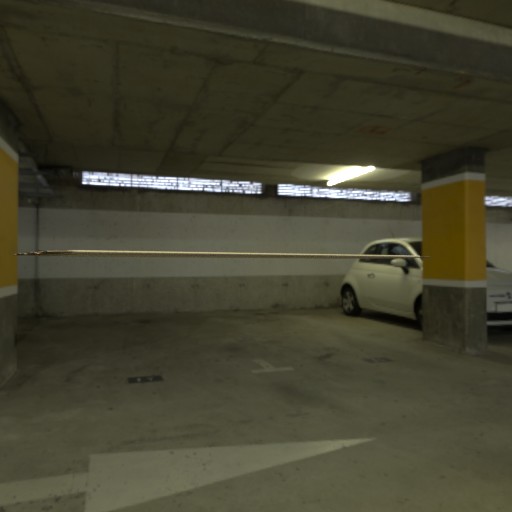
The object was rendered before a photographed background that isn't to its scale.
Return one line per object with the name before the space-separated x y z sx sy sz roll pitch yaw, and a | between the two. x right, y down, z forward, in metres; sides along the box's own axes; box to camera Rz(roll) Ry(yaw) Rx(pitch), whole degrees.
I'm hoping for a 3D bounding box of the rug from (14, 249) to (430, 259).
rug | 0.000 0.000 2.612 2.438 0.021 0.729 1 -1 -36
